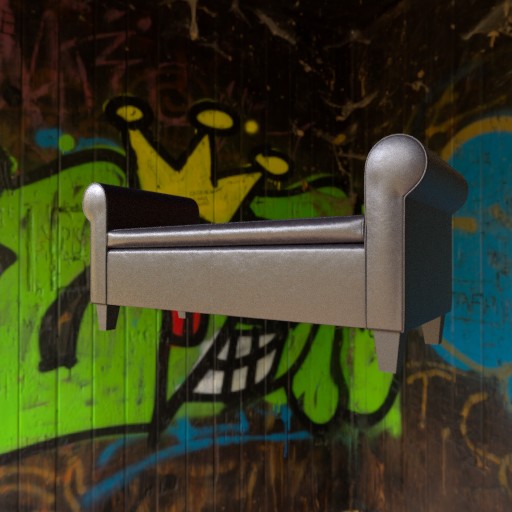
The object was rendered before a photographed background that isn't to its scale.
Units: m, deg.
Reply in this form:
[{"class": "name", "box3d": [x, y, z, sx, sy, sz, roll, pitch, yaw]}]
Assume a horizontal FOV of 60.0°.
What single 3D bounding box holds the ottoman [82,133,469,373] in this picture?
[{"class": "ottoman", "box3d": [0.000, 0.000, 1.523, 1.256, 0.547, 0.521, 0, -1, 35]}]
